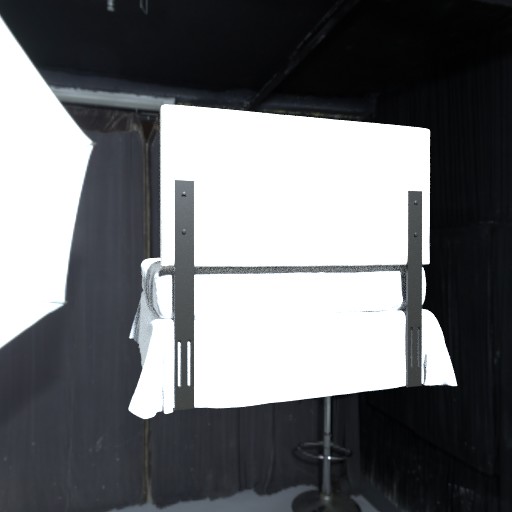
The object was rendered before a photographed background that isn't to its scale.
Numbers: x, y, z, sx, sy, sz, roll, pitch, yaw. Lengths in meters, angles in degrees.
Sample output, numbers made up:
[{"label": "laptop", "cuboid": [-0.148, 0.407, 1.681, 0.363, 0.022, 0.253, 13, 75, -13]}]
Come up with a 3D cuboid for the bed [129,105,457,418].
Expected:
[{"label": "bed", "cuboid": [0.000, 0.000, 3.467, 1.936, 1.577, 2.222, 0, 1, -17]}]
